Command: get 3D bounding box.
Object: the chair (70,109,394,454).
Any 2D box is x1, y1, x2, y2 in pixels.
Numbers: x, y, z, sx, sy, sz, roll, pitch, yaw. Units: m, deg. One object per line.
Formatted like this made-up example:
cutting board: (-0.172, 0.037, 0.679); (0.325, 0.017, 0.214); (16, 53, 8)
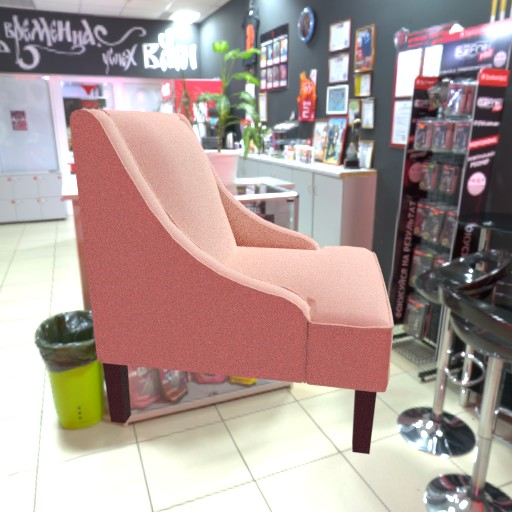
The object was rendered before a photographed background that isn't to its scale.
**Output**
chair: (0.000, 0.000, 1.425); (0.806, 0.886, 0.689); (3, 17, 10)
